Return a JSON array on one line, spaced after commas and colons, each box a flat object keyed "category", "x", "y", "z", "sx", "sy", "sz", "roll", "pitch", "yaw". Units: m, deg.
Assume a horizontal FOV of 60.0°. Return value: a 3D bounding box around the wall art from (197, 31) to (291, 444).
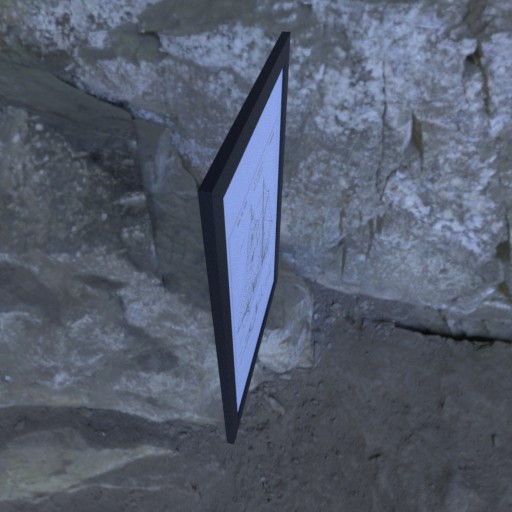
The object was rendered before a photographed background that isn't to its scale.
[{"category": "wall art", "x": 0.000, "y": 0.000, "z": 0.691, "sx": 0.013, "sy": 0.534, "sz": 0.381, "roll": 9, "pitch": 46, "yaw": 9}]
